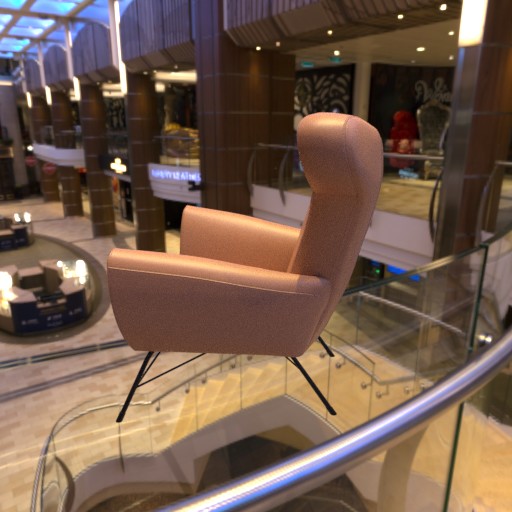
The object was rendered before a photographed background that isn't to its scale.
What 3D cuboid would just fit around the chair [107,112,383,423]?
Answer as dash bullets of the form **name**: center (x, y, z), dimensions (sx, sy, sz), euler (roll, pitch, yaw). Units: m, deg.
- **chair**: center (0.000, 0.000, 1.730), dimensions (0.900, 1.050, 0.980), euler (3, 17, 8)
